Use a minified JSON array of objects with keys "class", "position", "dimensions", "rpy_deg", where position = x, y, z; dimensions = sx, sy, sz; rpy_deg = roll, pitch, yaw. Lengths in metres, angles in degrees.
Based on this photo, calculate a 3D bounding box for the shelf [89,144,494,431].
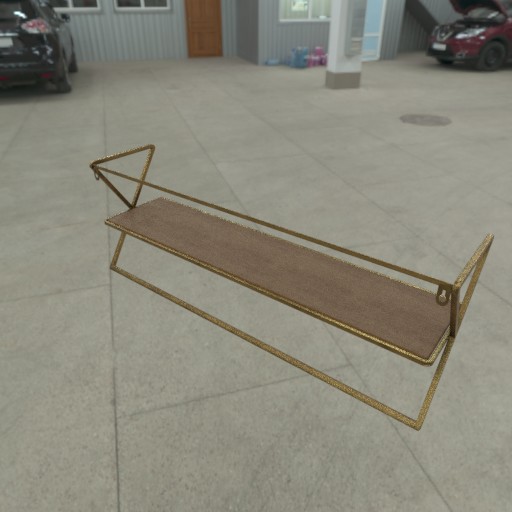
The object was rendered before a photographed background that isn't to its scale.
[{"class":"shelf","position":[0.000,0.000,0.734],"dimensions":[0.645,0.229,0.150],"rpy_deg":[21,37,32]}]
